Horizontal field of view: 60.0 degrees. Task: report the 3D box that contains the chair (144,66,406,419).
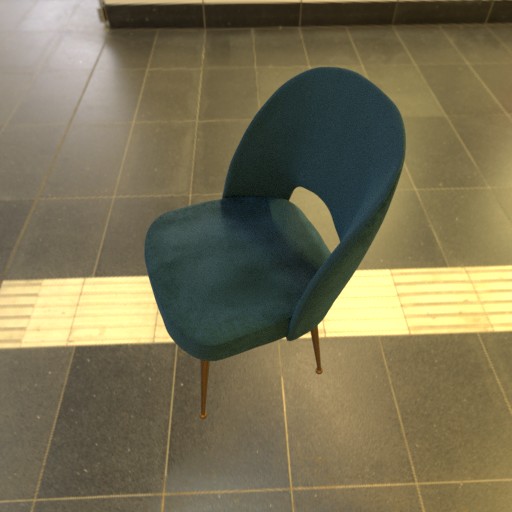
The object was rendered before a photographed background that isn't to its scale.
[{"bbox_3d":[0.000,0.000,1.209,0.577,0.860,0.527,-17,50,-14],"label":"chair"}]
